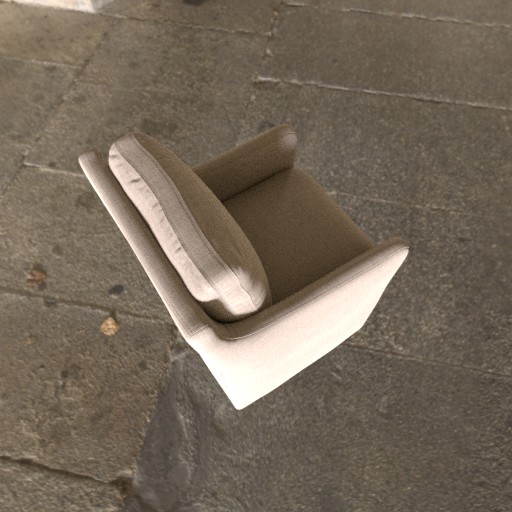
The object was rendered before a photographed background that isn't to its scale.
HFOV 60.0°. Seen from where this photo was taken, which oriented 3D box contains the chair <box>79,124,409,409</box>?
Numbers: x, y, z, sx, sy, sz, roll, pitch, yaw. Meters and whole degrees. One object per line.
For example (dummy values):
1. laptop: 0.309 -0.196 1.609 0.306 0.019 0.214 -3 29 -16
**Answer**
1. chair: 0.000 0.000 1.415 0.694 0.914 0.626 -29 63 -16
